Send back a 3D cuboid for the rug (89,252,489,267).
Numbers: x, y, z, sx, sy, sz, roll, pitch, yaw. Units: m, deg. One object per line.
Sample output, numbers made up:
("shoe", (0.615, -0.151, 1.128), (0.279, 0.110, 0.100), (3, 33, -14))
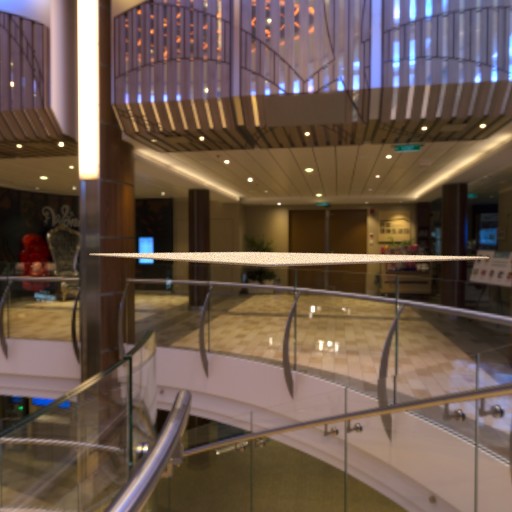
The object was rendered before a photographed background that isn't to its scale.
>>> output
("rug", (0.000, 0.000, 2.333), (1.219, 0.010, 1.829), (-1, 2, -36))
